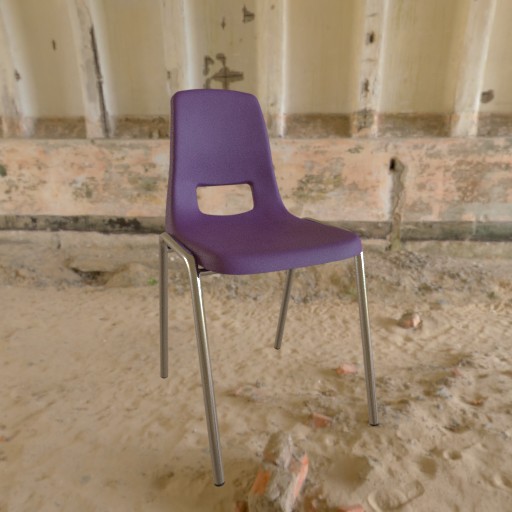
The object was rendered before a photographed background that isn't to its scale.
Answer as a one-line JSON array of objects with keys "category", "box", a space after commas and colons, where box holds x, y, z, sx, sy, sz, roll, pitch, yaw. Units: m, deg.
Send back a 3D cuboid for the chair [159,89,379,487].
[{"category": "chair", "box": [0.000, 0.000, 0.955, 0.381, 0.704, 0.432, -8, 18, -26]}]
